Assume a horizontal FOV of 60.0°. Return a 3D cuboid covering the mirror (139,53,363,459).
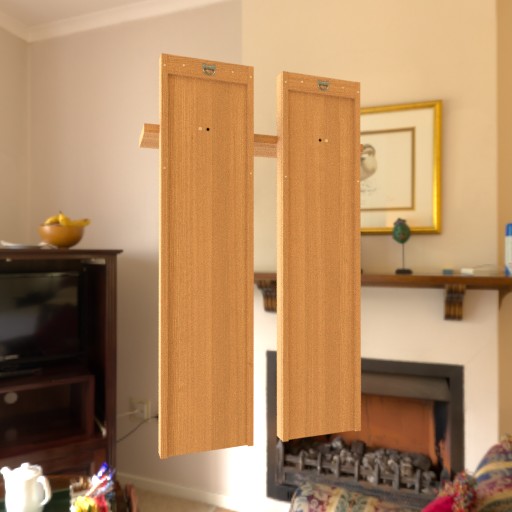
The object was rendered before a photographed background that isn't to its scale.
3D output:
[{"bbox_3d":[0.000,0.000,1.600,0.800,1.250,0.260,0,0,-19],"label":"mirror"}]
